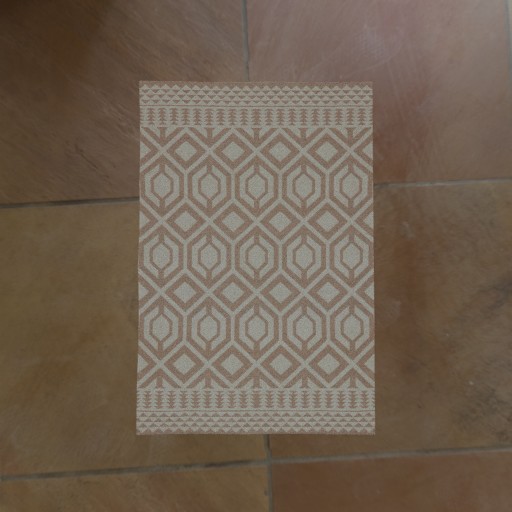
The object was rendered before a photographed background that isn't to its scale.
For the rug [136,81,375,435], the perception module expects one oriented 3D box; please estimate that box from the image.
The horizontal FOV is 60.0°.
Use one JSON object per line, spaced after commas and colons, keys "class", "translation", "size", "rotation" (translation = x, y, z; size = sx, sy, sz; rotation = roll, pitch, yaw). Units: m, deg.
{"class": "rug", "translation": [0.000, 0.000, 2.294], "size": [1.219, 0.008, 1.829], "rotation": [0, 88, 0]}
